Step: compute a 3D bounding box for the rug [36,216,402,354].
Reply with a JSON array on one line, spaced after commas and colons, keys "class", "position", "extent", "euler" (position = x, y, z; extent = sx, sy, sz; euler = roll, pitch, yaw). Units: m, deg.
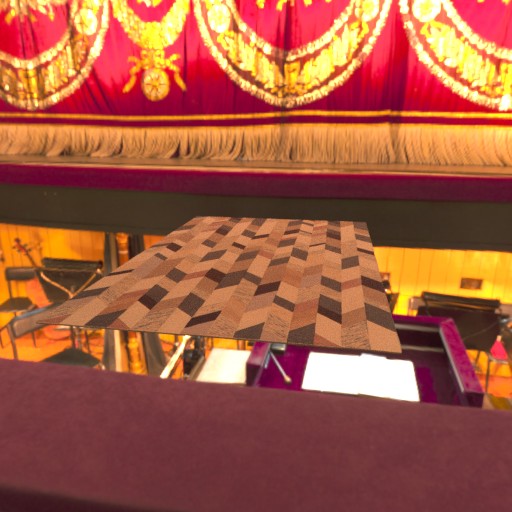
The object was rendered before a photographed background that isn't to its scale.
[{"class": "rug", "position": [0.000, 0.000, 2.258], "extent": [1.202, 0.006, 1.813], "euler": [3, 17, 10]}]
